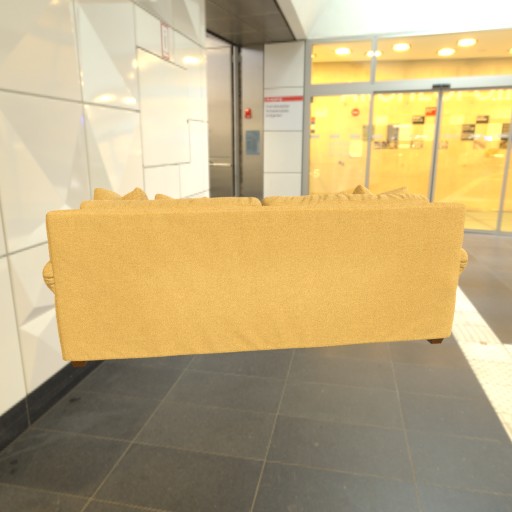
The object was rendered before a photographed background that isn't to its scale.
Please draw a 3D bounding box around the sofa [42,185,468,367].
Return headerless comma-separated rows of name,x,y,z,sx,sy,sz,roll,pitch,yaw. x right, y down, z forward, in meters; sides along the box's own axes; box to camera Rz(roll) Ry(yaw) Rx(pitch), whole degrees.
sofa,0.000,0.000,2.820,2.285,0.904,1.067,-2,14,-8
